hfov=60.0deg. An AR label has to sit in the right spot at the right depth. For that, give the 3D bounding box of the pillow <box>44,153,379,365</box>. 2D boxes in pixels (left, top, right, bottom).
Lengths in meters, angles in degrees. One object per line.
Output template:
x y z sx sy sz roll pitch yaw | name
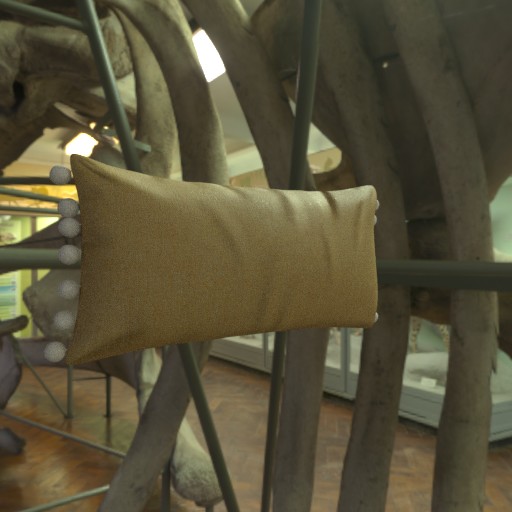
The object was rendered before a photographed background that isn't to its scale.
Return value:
0.000 0.000 0.816 0.709 0.322 0.201 0 -1 -35 | pillow
